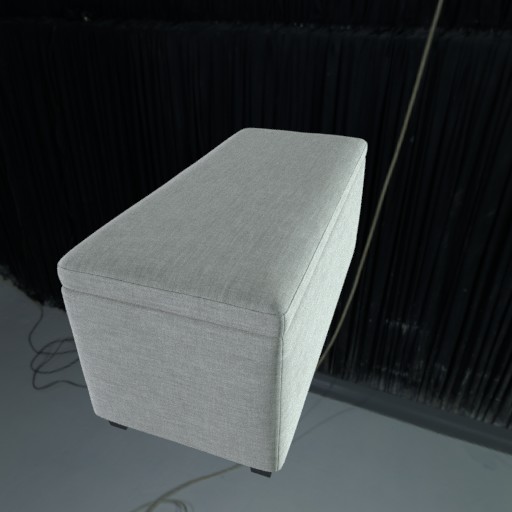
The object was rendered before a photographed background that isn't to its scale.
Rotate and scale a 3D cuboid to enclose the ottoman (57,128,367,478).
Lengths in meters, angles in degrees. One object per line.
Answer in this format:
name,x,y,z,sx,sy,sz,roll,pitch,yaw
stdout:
ottoman,0.000,0.000,1.117,0.419,0.432,0.902,10,32,17
